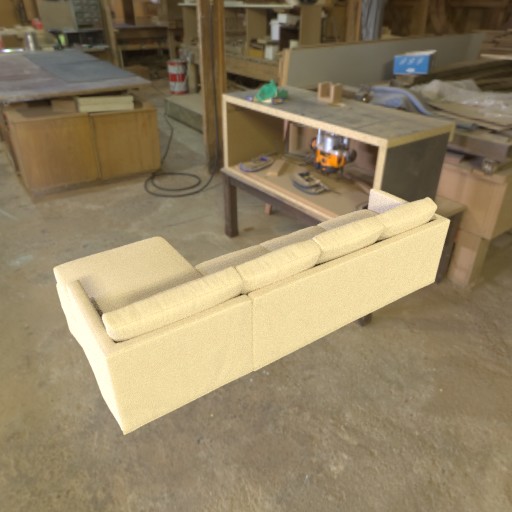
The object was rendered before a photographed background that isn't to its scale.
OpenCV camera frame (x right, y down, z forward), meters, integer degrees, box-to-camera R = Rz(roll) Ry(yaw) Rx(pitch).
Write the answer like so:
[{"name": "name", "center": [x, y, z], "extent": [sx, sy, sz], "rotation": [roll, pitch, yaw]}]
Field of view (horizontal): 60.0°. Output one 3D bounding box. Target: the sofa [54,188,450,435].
[{"name": "sofa", "center": [0.000, 0.000, 3.974], "extent": [3.206, 0.871, 1.622], "rotation": [-19, 36, -28]}]
